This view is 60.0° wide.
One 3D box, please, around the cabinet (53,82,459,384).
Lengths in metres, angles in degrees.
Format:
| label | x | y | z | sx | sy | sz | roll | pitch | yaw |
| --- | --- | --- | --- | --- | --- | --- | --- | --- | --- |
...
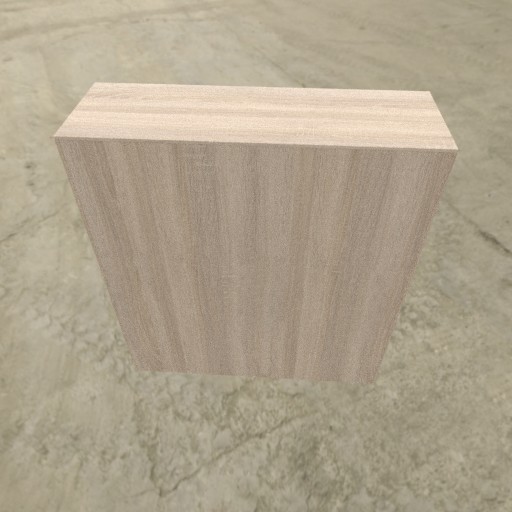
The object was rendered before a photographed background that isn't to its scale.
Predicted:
| label | x | y | z | sx | sy | sz | roll | pitch | yaw |
| --- | --- | --- | --- | --- | --- | --- | --- | --- | --- |
| cabinet | 0.000 | 0.000 | 2.981 | 1.870 | 2.060 | 0.620 | 3 | 44 | 3 |
